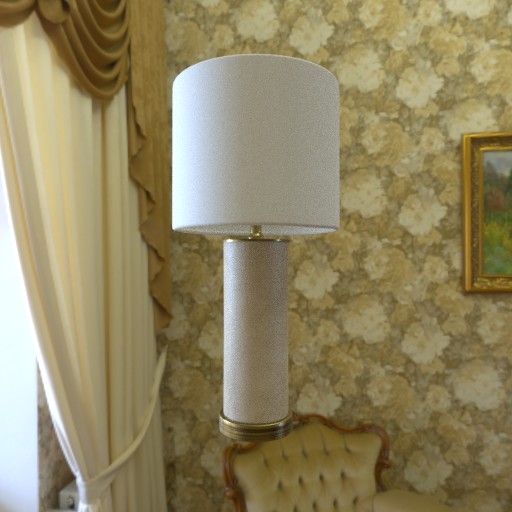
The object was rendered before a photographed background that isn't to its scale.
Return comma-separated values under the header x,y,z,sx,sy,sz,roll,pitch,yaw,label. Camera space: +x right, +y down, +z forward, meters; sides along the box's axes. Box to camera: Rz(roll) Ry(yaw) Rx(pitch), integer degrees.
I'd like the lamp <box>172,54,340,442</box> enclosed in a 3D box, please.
x,y,z,sx,sy,sz,roll,pitch,yaw,label
0.000,0.000,0.823,0.305,0.634,0.305,0,-1,-36,lamp
